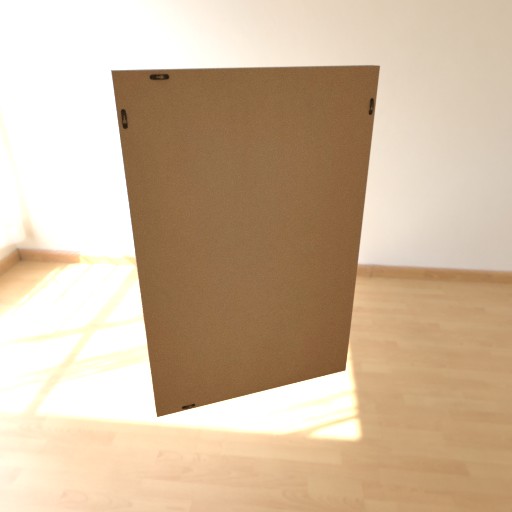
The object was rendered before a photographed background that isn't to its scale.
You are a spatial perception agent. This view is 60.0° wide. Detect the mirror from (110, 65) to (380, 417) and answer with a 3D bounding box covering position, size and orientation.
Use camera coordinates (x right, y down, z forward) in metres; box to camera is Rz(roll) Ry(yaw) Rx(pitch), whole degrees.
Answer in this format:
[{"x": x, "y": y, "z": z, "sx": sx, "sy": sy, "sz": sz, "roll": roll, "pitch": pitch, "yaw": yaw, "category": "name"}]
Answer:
[{"x": 0.000, "y": 0.000, "z": 1.168, "sx": 0.609, "sy": 0.915, "sz": 0.040, "roll": -9, "pitch": 27, "yaw": -17, "category": "mirror"}]
